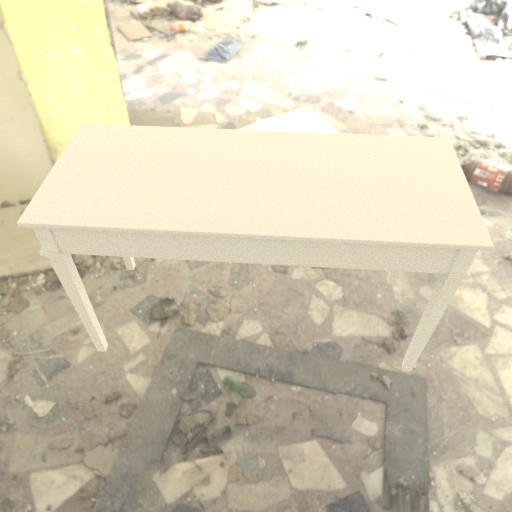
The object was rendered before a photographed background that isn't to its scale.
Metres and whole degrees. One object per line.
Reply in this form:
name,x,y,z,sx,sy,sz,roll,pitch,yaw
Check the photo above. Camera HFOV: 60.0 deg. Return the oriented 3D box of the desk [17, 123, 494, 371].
desk,0.000,0.000,1.741,1.372,0.774,0.559,3,47,3
